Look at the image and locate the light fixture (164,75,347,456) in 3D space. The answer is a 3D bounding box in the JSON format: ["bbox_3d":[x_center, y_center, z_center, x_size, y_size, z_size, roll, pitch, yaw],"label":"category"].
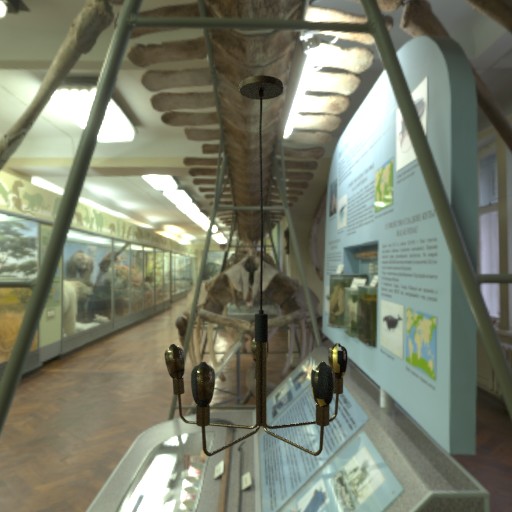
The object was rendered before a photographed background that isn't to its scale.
[{"bbox_3d":[0.000,0.000,1.380,0.588,1.059,0.532,0,-2,0],"label":"light fixture"}]
